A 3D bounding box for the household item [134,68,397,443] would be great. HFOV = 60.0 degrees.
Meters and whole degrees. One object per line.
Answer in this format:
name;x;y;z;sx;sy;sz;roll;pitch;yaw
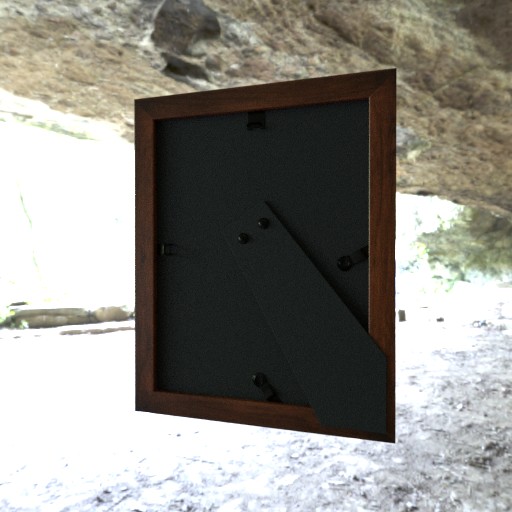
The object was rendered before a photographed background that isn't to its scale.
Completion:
household item;0.000;0.000;0.332;0.200;0.250;0.020;0;1;18
